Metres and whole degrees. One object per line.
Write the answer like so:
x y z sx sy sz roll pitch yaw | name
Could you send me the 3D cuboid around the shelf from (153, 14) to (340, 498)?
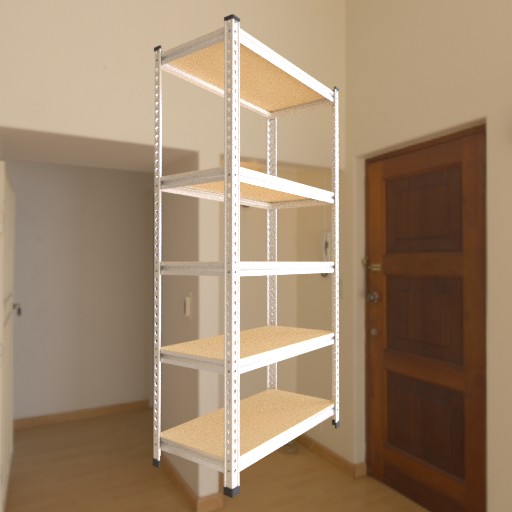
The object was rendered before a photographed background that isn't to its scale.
0.000 0.000 2.174 0.457 1.829 0.914 -1 -1 37 | shelf
